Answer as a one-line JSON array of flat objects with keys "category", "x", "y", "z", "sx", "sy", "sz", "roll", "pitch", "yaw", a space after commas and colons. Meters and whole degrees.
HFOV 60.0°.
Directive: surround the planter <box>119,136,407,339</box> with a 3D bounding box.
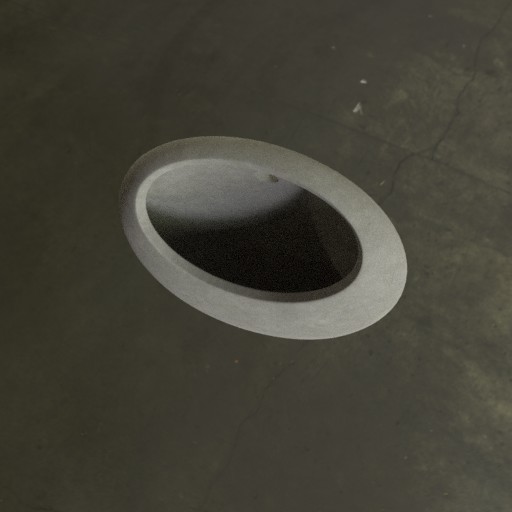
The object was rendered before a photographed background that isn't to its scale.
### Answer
[{"category": "planter", "x": 0.000, "y": 0.000, "z": 0.285, "sx": 0.185, "sy": 0.188, "sz": 0.071, "roll": 15, "pitch": 60, "yaw": 9}]
